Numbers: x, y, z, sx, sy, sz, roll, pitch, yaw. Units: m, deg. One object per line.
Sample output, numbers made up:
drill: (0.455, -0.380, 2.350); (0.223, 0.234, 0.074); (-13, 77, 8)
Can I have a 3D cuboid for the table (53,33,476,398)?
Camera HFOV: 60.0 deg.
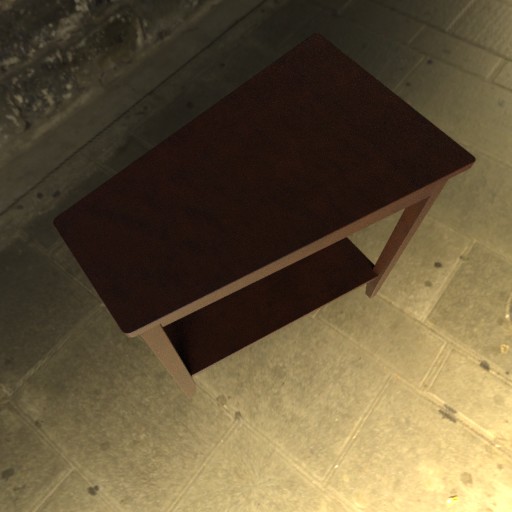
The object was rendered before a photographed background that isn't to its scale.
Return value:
table: (0.000, 0.000, 0.971); (0.605, 0.589, 0.399); (-34, 68, -16)
